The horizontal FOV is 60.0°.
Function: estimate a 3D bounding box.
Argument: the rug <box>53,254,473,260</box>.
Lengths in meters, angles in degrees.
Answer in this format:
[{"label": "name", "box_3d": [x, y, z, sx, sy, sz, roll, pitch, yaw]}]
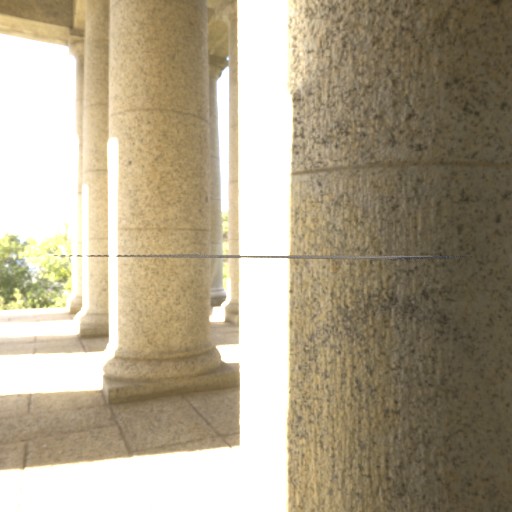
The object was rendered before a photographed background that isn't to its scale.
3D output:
[{"label": "rug", "box_3d": [0.000, 0.000, 2.540, 2.108, 0.009, 1.248, 0, 1, 35]}]
